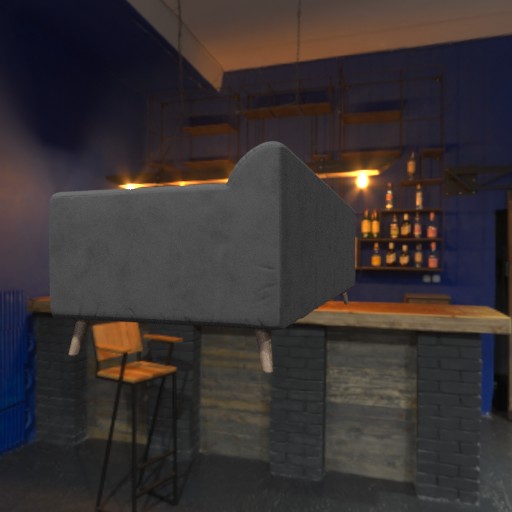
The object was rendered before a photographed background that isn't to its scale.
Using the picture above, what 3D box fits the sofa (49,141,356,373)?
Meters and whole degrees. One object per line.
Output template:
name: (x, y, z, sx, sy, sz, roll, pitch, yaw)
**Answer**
sofa: (0.000, 0.000, 2.517, 0.900, 0.740, 2.190, 0, 0, 18)
